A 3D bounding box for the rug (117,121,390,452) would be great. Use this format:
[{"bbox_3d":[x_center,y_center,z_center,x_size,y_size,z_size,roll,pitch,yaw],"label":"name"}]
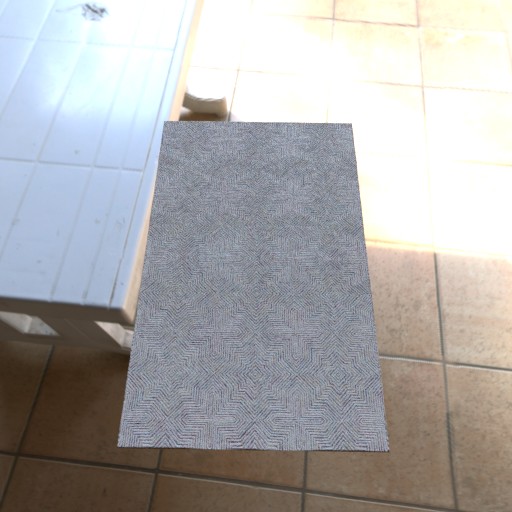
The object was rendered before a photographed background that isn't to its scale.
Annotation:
[{"bbox_3d":[0.000,0.000,3.017,1.519,0.007,2.428,1,63,0],"label":"rug"}]
